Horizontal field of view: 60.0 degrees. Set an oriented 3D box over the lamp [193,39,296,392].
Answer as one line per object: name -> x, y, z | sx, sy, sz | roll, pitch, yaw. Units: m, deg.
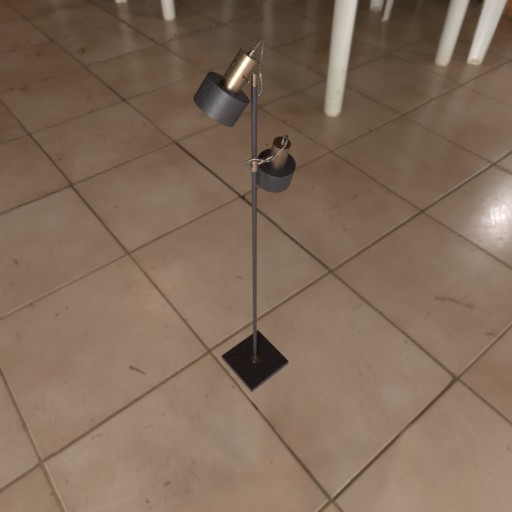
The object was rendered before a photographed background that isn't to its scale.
lamp -> 0.000, 0.000, 1.611 | 0.315, 1.505, 0.233 | -32, 55, -26
